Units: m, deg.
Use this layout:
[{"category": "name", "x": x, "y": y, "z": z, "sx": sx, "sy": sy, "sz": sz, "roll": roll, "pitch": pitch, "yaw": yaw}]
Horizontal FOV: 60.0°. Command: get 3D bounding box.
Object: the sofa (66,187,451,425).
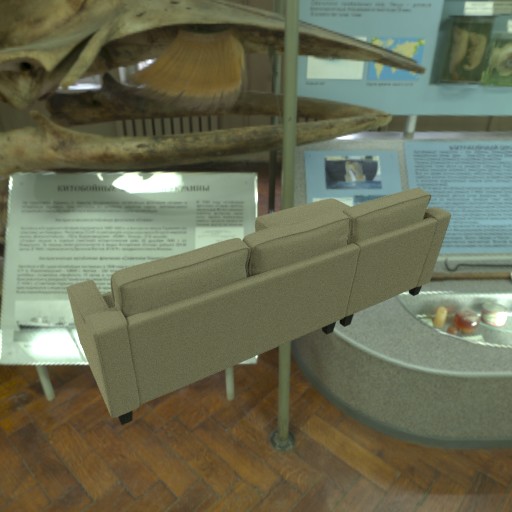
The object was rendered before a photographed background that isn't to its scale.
[{"category": "sofa", "x": 0.000, "y": 0.000, "z": 3.231, "sx": 2.561, "sy": 0.928, "sz": 1.294, "roll": -17, "pitch": 34, "yaw": -27}]
